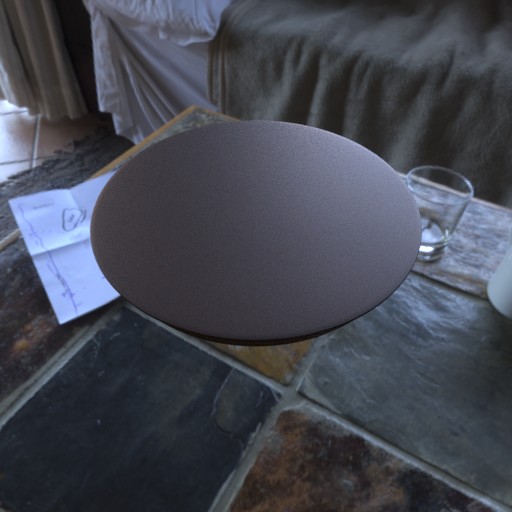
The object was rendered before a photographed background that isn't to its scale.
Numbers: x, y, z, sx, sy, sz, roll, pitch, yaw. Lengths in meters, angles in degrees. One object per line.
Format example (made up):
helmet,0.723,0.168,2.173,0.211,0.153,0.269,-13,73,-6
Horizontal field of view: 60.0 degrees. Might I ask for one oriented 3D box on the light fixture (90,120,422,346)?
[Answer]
light fixture,0.000,0.000,0.434,0.280,0.135,0.280,0,46,0
